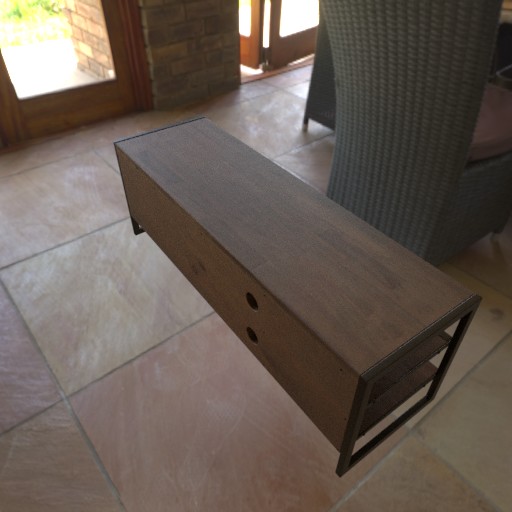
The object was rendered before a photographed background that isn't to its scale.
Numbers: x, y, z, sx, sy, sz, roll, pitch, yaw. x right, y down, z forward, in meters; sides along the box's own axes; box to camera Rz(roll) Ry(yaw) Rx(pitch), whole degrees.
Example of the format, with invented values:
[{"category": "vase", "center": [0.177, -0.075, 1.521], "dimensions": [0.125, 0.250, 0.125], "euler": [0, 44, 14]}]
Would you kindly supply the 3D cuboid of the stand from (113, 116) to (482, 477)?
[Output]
[{"category": "stand", "center": [0.000, 0.000, 1.722], "dimensions": [0.454, 0.506, 1.480], "euler": [-25, 47, -26]}]
